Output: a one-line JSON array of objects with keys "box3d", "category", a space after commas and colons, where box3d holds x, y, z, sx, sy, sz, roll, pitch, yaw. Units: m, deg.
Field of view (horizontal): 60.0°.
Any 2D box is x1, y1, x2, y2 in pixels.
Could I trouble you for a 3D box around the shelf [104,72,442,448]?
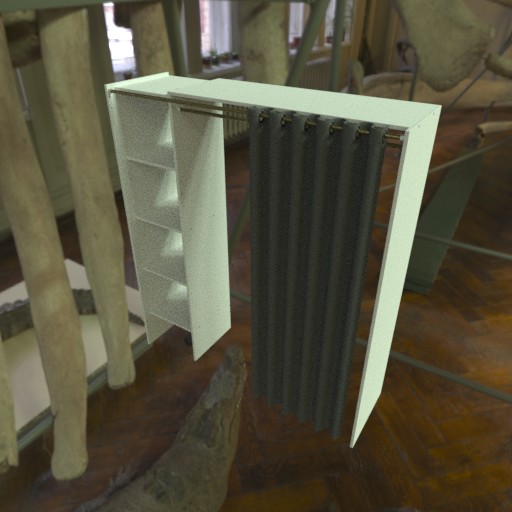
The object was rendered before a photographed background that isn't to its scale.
[{"box3d": [0.000, 0.000, 2.587, 1.600, 1.810, 0.500, 19, 36, 27], "category": "shelf"}]
